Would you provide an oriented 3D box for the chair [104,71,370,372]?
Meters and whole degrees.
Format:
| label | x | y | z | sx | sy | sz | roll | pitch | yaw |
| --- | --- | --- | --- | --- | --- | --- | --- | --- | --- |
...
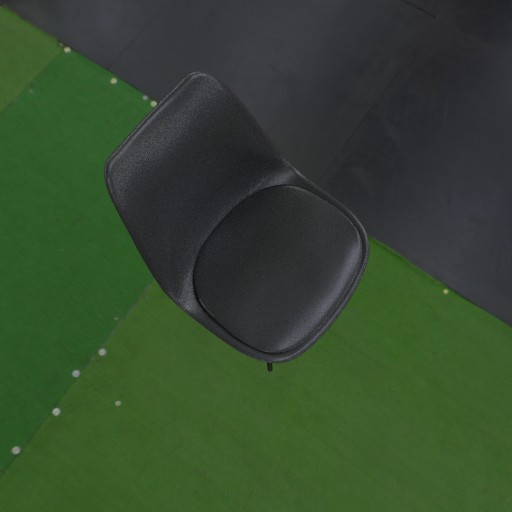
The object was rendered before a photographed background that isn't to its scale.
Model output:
| label | x | y | z | sx | sy | sz | roll | pitch | yaw |
| --- | --- | --- | --- | --- | --- | --- | --- | --- | --- |
| chair | 0.000 | 0.000 | 1.179 | 0.525 | 0.850 | 0.461 | 37 | 78 | 9 |
